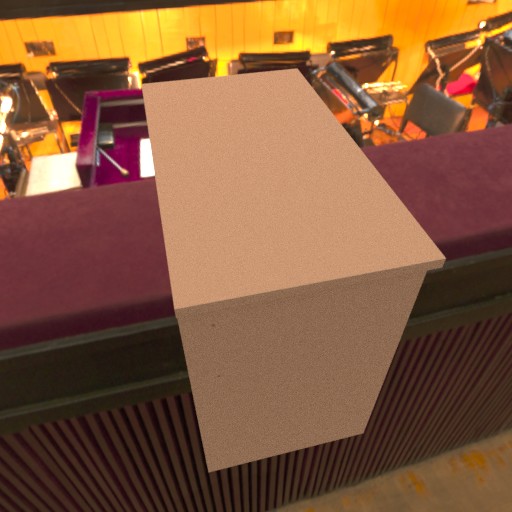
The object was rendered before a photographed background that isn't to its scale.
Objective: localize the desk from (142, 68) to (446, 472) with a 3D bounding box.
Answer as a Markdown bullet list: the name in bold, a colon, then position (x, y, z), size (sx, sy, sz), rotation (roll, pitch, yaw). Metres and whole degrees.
- **desk**: position (0.000, 0.000, 1.338), size (0.498, 0.729, 0.900), rotation (-10, 45, -10)
